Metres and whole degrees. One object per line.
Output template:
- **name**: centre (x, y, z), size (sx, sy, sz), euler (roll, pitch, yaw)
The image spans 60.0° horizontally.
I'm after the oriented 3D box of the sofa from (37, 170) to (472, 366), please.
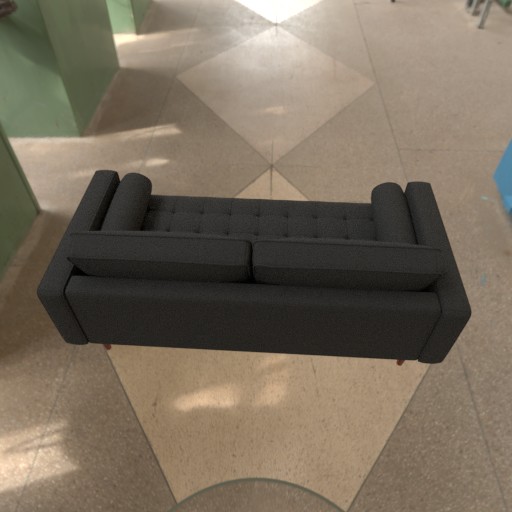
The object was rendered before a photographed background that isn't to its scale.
- **sofa**: centre (0.000, 0.000, 2.324), size (1.875, 0.759, 0.914), euler (3, 48, 2)
